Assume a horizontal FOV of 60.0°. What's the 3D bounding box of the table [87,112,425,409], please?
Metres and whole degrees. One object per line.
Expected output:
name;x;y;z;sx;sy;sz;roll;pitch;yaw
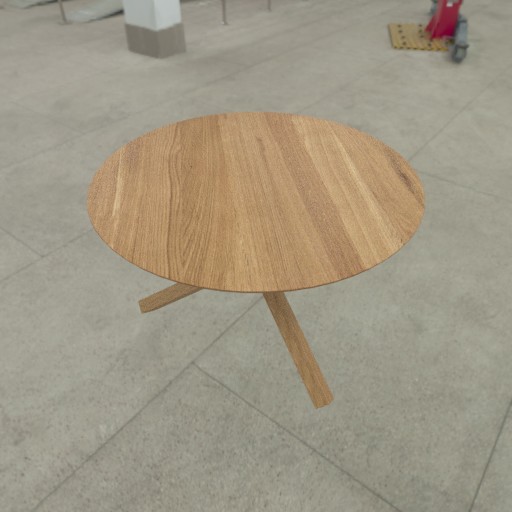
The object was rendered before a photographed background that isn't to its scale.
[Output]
table;0.000;0.000;1.630;1.038;0.666;1.038;0;40;0
